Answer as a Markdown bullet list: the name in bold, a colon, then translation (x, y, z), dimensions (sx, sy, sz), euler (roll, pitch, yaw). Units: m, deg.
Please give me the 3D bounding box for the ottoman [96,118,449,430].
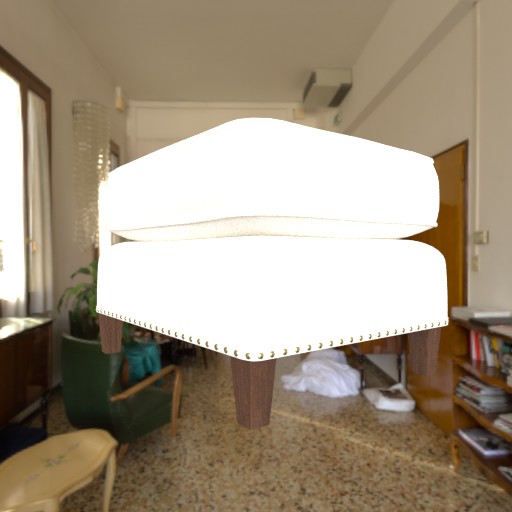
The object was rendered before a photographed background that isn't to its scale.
- **ottoman**: translation (0.000, 0.000, 1.131), dimensions (0.589, 0.537, 0.738), euler (0, 1, -38)
